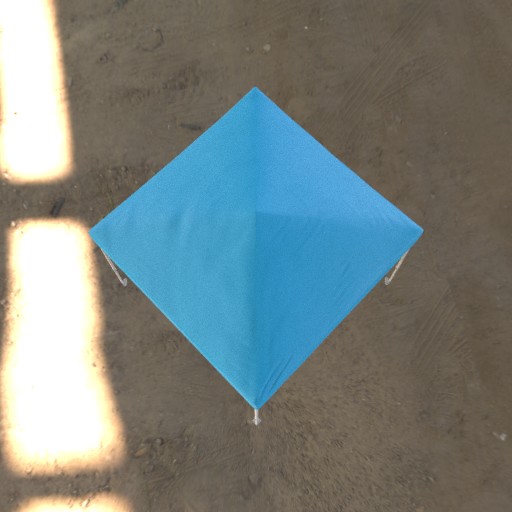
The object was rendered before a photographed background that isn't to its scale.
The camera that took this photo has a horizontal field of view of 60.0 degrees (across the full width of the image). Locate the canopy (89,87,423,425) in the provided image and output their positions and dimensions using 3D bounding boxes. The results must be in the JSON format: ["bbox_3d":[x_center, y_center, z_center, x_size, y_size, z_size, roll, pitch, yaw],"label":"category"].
[{"bbox_3d":[0.000,0.000,6.624,3.599,3.600,3.600,44,79,11],"label":"canopy"}]
